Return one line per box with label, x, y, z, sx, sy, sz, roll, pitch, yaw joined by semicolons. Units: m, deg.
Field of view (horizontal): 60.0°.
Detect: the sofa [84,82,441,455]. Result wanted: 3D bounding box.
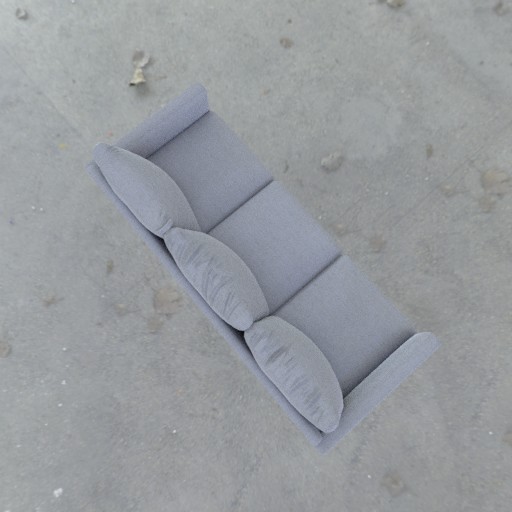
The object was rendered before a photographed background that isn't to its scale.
sofa;0.000;0.000;2.519;0.850;0.830;2.000;-40;80;-8
